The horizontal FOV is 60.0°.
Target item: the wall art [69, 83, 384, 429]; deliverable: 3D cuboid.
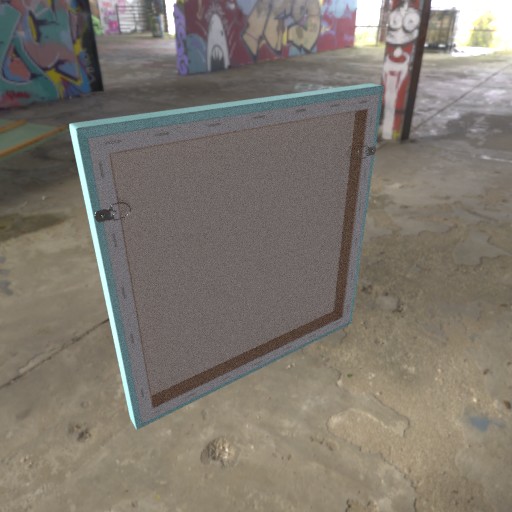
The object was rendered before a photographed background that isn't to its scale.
[{"bbox_3d":[0.000,0.000,1.597,1.071,1.073,0.070,-19,35,-29],"label":"wall art"}]
